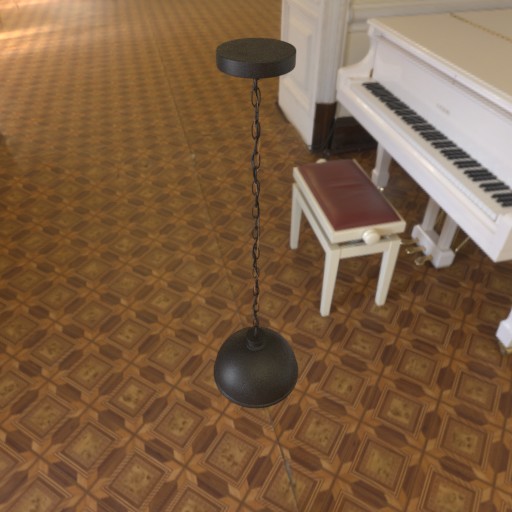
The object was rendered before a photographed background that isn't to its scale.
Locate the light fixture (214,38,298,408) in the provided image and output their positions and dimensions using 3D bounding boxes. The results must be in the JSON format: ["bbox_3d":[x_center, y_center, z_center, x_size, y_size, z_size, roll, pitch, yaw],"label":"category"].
[{"bbox_3d":[0.000,0.000,1.238,0.304,1.090,0.304,-1,41,-1],"label":"light fixture"}]
